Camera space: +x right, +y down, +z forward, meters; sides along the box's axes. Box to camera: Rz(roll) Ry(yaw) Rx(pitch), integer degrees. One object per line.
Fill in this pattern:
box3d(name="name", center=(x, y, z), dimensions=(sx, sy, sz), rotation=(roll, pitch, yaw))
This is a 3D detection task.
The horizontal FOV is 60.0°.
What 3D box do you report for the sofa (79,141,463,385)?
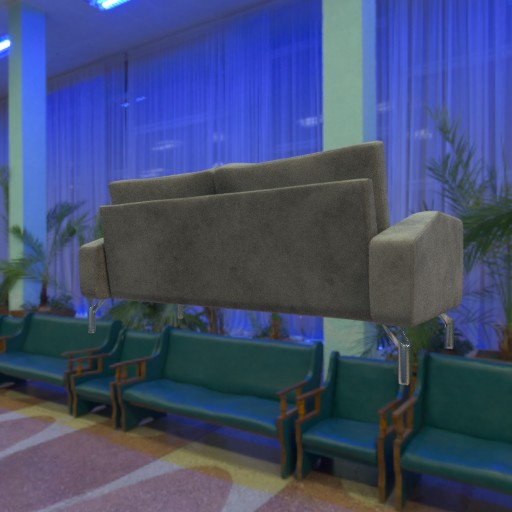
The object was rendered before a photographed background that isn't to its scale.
box3d(name="sofa", center=(0.000, 0.000, 2.291), dimensions=(1.837, 0.859, 0.849), rotation=(0, 0, 35))
